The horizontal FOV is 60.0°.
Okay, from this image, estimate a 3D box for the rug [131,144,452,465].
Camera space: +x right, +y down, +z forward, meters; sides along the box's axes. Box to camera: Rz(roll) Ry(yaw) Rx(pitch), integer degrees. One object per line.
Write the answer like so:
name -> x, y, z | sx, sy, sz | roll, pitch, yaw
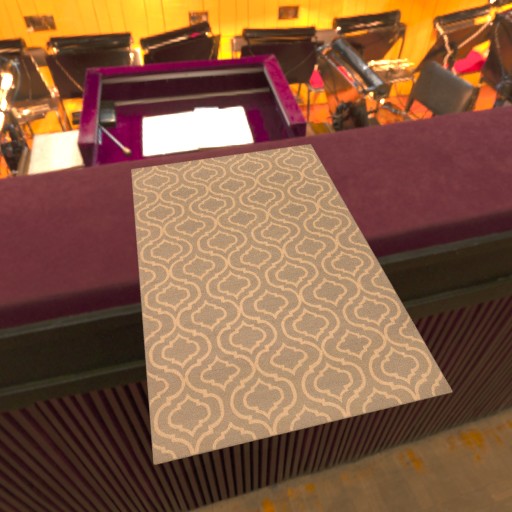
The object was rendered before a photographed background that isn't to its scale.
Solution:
rug -> 0.000, 0.000, 2.197 | 1.141, 0.015, 1.749 | -10, 48, -9
